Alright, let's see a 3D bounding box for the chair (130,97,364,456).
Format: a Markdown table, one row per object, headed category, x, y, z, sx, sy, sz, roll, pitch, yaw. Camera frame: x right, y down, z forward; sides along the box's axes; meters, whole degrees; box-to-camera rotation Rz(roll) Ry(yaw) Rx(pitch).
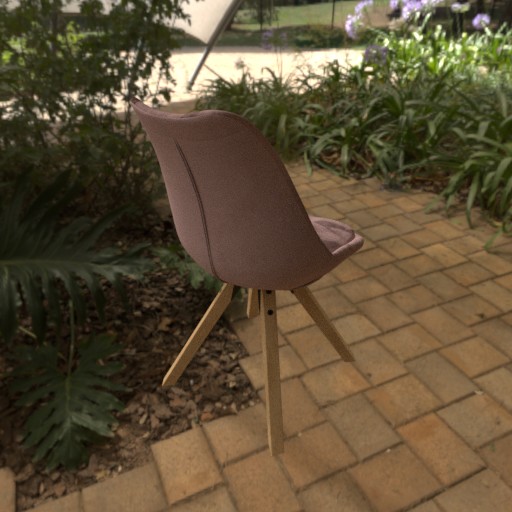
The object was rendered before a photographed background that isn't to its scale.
| category | x | y | z | sx | sy | sz | roll | pitch | yaw |
| --- | --- | --- | --- | --- | --- | --- | --- | --- | --- |
| chair | 0.000 | 0.000 | 1.178 | 0.485 | 0.850 | 0.550 | 20 | 35 | 31 |
